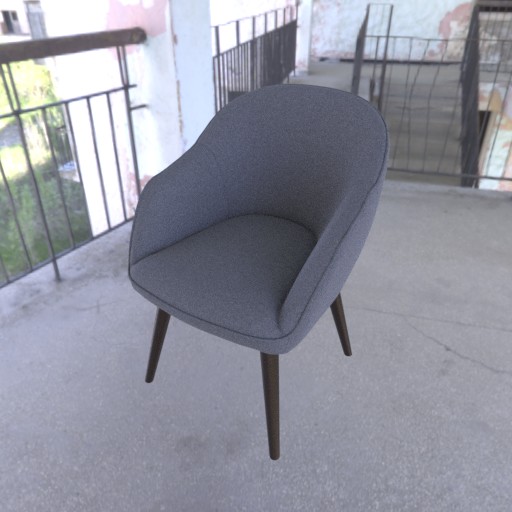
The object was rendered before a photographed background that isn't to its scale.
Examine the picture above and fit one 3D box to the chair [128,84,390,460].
[{"bbox_3d":[0.000,0.000,1.233,0.589,0.810,0.611,20,36,29],"label":"chair"}]
